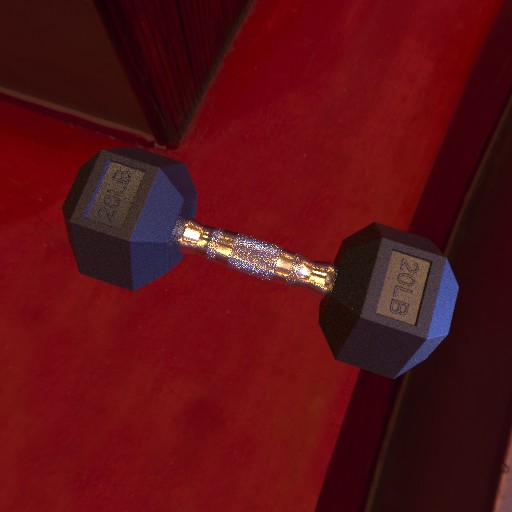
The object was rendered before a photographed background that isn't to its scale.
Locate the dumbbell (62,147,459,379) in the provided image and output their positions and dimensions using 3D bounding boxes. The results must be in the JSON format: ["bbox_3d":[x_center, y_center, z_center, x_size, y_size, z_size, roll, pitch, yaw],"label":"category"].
[{"bbox_3d":[0.000,0.000,0.326,0.272,0.092,0.106,18,77,4],"label":"dumbbell"}]
